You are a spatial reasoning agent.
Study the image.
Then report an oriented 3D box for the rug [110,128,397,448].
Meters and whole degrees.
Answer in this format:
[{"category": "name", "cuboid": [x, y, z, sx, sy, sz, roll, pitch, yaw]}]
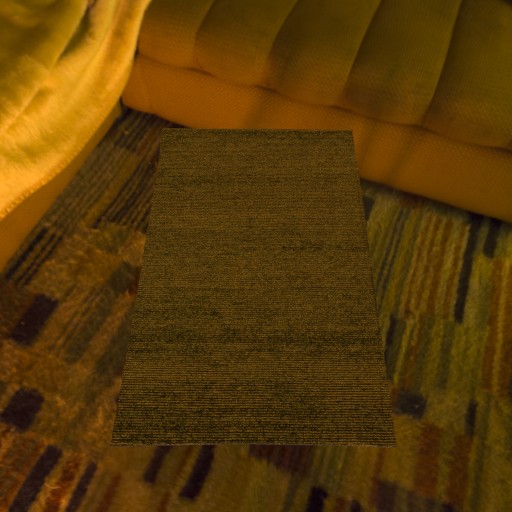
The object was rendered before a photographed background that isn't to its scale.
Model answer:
[{"category": "rug", "cuboid": [0.000, 0.000, 2.212, 1.145, 0.021, 1.777, 1, 59, 0]}]
